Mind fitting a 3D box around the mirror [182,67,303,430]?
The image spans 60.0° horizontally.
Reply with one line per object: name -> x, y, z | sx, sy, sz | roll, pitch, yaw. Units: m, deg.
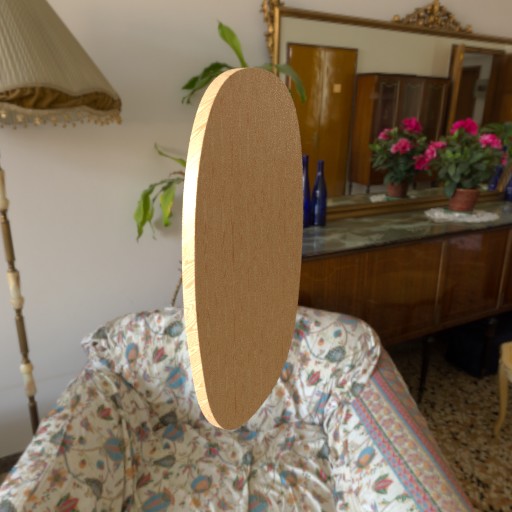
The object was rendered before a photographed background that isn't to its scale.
mirror -> 0.000, 0.000, 1.374 | 0.037, 1.075, 0.724 | 8, 18, 25
